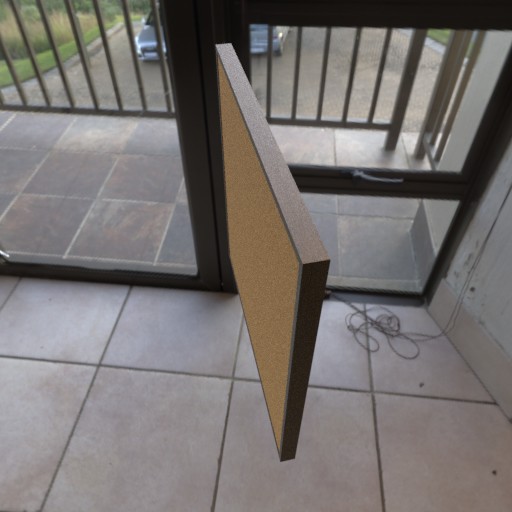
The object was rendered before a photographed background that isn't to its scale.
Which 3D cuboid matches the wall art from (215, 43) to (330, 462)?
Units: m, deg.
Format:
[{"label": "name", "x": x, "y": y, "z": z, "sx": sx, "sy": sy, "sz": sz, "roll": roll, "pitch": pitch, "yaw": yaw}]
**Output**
[{"label": "wall art", "x": 0.000, "y": 0.000, "z": 1.127, "sx": 0.039, "sy": 0.758, "sz": 0.758, "roll": -9, "pitch": 47, "yaw": -9}]
